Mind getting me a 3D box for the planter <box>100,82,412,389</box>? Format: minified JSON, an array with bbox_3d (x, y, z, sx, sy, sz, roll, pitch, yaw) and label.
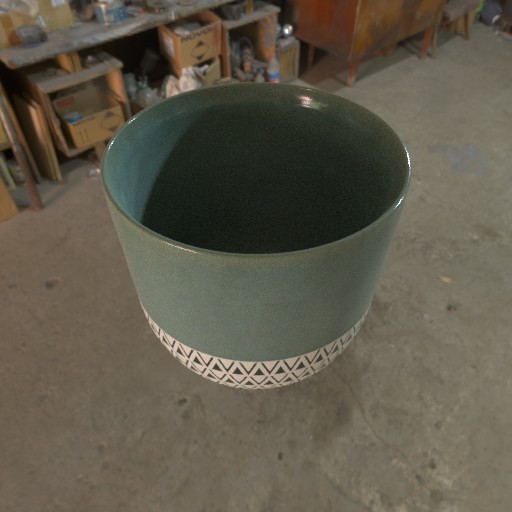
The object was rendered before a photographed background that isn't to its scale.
[{"bbox_3d":[0.000,0.000,0.484,0.266,0.270,0.266,0,46,0],"label":"planter"}]
